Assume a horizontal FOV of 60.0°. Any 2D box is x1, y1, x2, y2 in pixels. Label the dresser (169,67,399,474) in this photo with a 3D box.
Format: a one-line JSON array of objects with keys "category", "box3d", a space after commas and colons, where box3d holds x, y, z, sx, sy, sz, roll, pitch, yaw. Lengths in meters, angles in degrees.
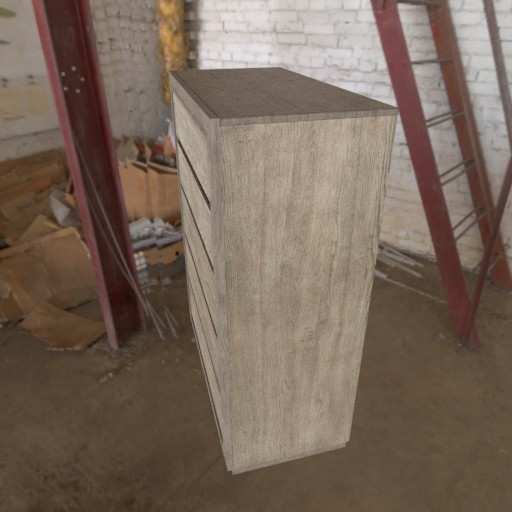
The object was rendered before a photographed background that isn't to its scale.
[{"category": "dresser", "box3d": [0.000, 0.000, 1.781, 0.483, 1.295, 0.967, -8, 30, -13]}]
